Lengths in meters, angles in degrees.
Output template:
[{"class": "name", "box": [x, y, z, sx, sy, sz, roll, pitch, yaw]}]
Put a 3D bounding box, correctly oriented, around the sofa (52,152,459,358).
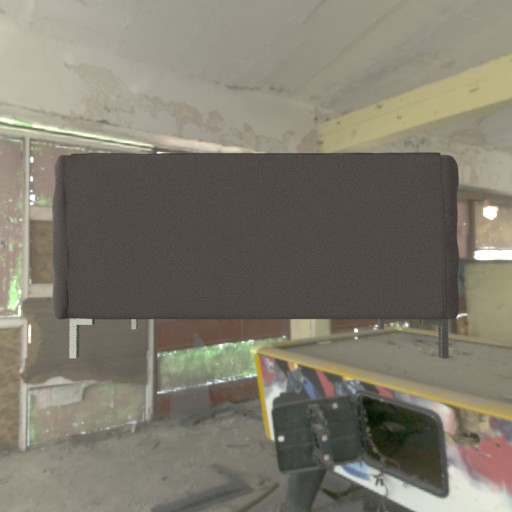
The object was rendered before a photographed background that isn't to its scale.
[{"class": "sofa", "box": [0.000, 0.000, 2.128, 1.583, 0.810, 0.909, 0, -1, 0]}]
